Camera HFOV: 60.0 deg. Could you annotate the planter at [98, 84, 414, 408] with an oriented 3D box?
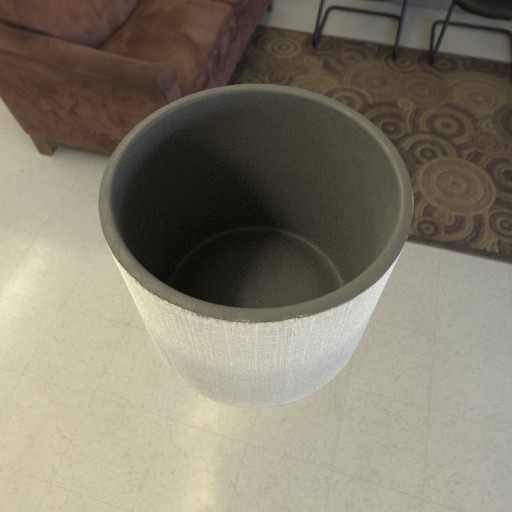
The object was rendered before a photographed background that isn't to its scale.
[{"bbox_3d":[0.000,0.000,0.399,0.226,0.201,0.226,0,57,0],"label":"planter"}]
